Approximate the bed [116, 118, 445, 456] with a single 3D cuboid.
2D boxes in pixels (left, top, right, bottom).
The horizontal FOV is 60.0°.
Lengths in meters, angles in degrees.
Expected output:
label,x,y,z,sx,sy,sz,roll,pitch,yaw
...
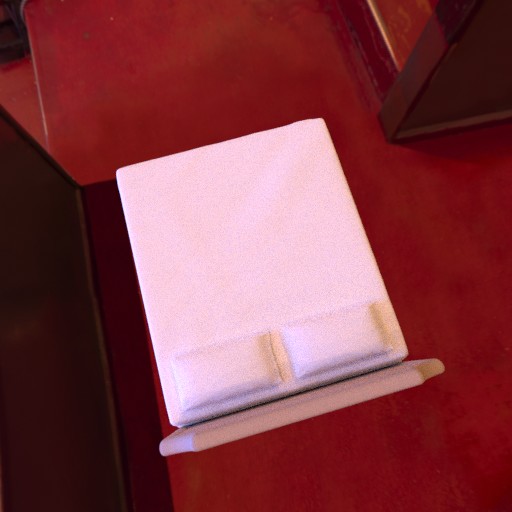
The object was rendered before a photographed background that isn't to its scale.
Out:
label,x,y,z,sx,sy,sz,roll,pitch,yaw
bed,0.000,0.000,4.080,2.350,1.590,2.773,-15,75,-4
